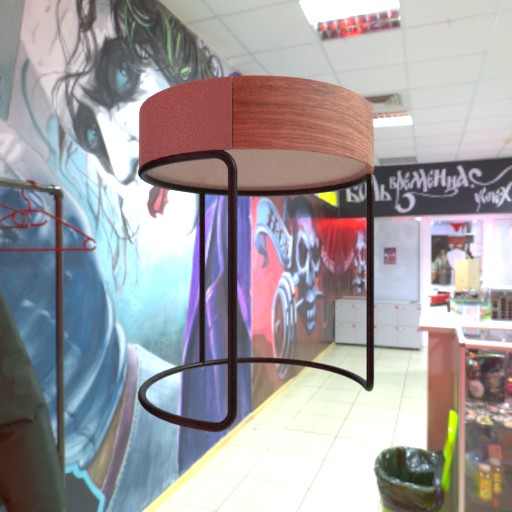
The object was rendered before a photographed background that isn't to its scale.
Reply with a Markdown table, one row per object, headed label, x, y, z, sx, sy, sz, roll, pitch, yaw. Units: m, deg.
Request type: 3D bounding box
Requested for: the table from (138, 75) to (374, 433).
| label | x | y | z | sx | sy | sz | roll | pitch | yaw |
| --- | --- | --- | --- | --- | --- | --- | --- | --- | --- |
| table | 0.000 | 0.000 | 0.873 | 0.450 | 0.530 | 0.450 | 0 | 0 | 0 |
